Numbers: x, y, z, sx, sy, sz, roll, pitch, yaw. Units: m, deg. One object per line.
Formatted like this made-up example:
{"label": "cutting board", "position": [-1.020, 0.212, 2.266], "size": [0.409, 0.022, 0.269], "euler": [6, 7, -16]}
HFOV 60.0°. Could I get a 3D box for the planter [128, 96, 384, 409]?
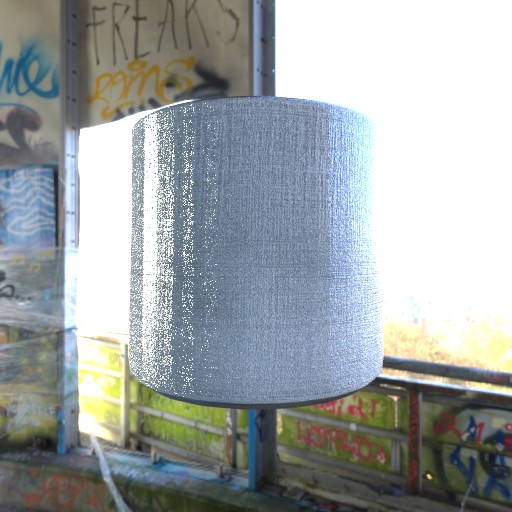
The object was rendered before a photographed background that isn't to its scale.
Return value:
{"label": "planter", "position": [0.000, 0.000, 0.289], "size": [0.160, 0.156, 0.160], "euler": [0, 0, 0]}
